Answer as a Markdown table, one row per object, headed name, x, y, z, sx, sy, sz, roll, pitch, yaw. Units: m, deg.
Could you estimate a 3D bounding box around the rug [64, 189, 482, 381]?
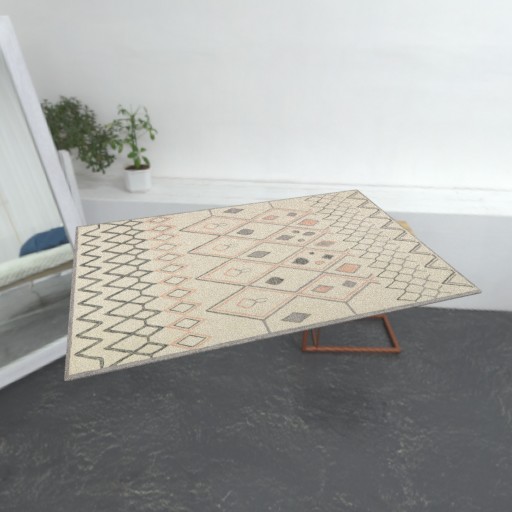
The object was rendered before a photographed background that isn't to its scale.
| name | x | y | z | sx | sy | sz | roll | pitch | yaw |
| --- | --- | --- | --- | --- | --- | --- | --- | --- | --- |
| rug | 0.000 | 0.000 | 2.326 | 1.829 | 0.016 | 1.219 | -9 | 33 | -14 |
